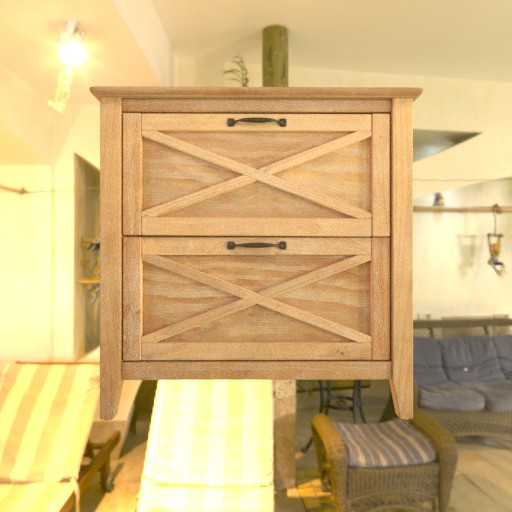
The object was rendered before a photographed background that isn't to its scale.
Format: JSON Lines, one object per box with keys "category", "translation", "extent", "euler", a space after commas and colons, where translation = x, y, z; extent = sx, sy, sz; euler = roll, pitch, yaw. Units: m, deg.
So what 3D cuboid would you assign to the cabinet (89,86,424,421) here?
{"category": "cabinet", "translation": [0.000, 0.000, 1.249], "extent": [0.763, 0.762, 0.503], "euler": [0, 0, -1]}
